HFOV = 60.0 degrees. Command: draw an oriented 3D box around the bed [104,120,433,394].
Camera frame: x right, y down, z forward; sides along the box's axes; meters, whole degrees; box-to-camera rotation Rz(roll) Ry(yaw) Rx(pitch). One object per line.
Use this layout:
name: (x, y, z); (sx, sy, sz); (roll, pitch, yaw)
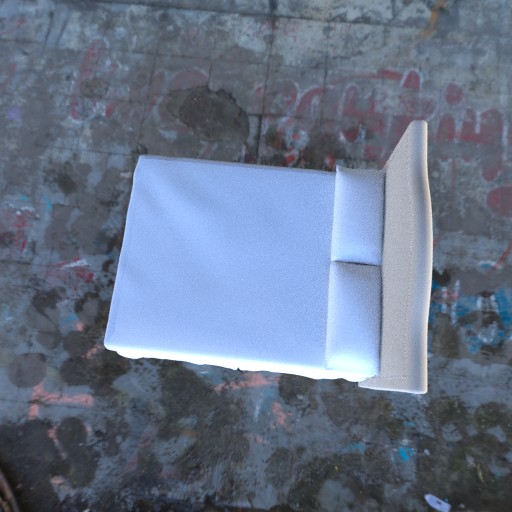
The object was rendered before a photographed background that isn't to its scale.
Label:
bed: (0.000, 0.000, 3.207); (2.052, 1.398, 1.678); (6, 75, 2)
